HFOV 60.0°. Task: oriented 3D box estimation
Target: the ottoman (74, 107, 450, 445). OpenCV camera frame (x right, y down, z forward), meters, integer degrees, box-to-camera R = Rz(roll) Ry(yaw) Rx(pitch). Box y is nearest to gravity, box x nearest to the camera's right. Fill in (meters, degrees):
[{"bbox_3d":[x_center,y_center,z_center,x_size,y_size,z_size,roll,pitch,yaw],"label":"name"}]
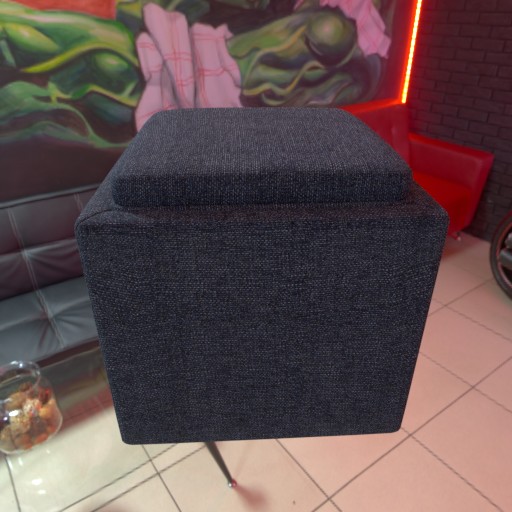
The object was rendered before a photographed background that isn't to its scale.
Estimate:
[{"bbox_3d":[0.000,0.000,0.791,0.450,0.460,0.450,-2,30,-3],"label":"ottoman"}]
